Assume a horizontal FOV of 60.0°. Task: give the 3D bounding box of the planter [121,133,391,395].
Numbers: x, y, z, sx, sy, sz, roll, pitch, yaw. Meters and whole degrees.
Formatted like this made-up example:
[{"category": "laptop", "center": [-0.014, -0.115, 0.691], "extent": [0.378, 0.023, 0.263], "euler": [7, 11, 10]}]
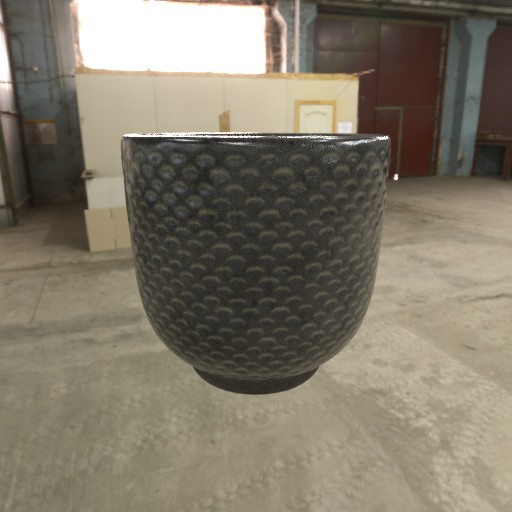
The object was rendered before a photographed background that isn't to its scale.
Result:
[{"category": "planter", "center": [0.000, 0.000, 0.360], "extent": [0.197, 0.191, 0.197], "euler": [0, 16, 0]}]
